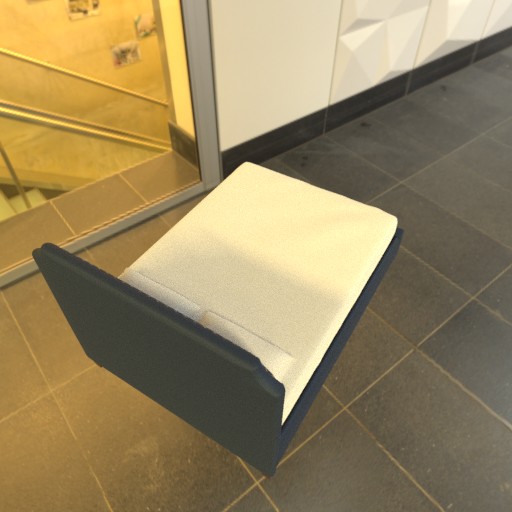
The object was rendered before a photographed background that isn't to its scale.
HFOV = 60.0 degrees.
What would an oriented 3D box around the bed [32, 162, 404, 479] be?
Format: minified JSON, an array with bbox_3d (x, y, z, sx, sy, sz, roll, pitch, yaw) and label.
[{"bbox_3d":[0.000,0.000,3.410,1.712,1.443,2.372,25,52,21],"label":"bed"}]
